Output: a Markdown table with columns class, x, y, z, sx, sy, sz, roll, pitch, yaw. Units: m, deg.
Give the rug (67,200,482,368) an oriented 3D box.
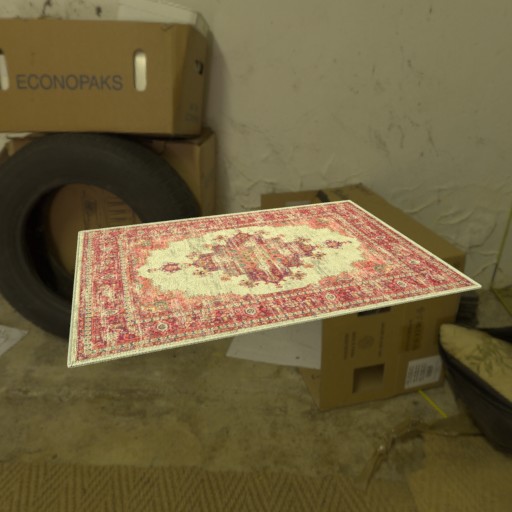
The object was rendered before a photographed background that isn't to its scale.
| class | x | y | z | sx | sy | sz | roll | pitch | yaw |
| --- | --- | --- | --- | --- | --- | --- | --- | --- | --- |
| rug | 0.000 | 0.000 | 2.268 | 1.747 | 0.011 | 1.217 | -8 | 28 | -16 |
